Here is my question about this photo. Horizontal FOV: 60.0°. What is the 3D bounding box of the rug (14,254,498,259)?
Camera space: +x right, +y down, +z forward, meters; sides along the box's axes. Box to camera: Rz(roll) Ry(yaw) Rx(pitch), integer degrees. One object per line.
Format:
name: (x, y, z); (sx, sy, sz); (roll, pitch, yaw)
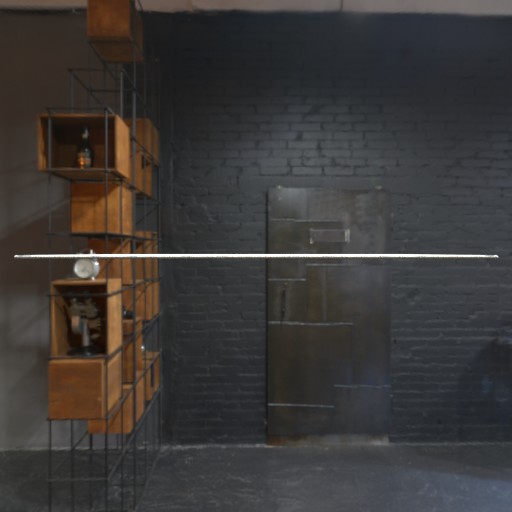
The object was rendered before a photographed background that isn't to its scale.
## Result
rug: (0.000, 0.000, 2.913); (2.365, 0.017, 1.521); (0, 0, 0)
